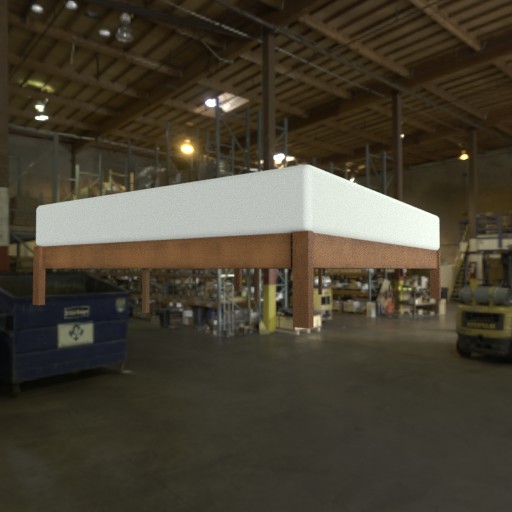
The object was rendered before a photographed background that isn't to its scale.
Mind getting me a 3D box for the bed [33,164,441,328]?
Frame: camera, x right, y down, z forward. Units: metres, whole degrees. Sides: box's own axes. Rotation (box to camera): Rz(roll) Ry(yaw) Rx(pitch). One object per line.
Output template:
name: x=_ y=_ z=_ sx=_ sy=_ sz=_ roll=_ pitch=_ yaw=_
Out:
bed: x=0.000 y=0.000 z=3.024 sx=1.930 sy=0.616 sz=2.049 roll=-1 pitch=-2 yaw=35
